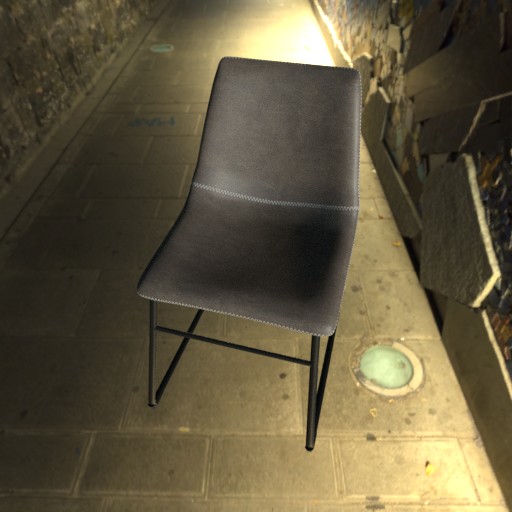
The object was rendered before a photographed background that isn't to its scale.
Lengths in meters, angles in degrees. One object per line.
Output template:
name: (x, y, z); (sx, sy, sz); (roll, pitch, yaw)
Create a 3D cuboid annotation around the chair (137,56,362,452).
chair: (0.000, 0.000, 1.110); (0.460, 0.780, 0.550); (11, 42, 12)
